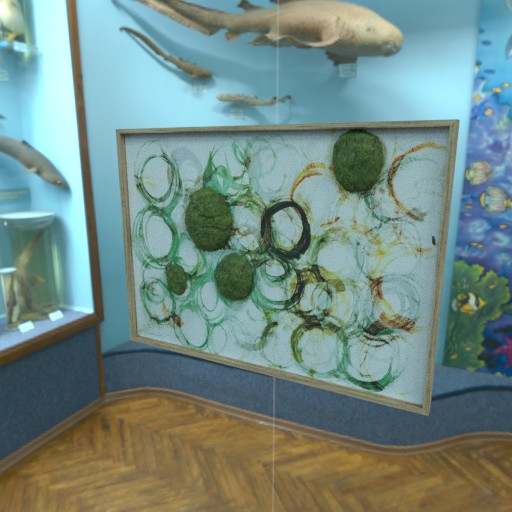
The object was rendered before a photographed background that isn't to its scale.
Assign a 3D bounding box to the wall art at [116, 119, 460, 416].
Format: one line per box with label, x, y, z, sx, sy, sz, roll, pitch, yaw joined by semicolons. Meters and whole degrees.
wall art;0.000;0.000;1.076;0.841;0.609;0.063;7;15;27
